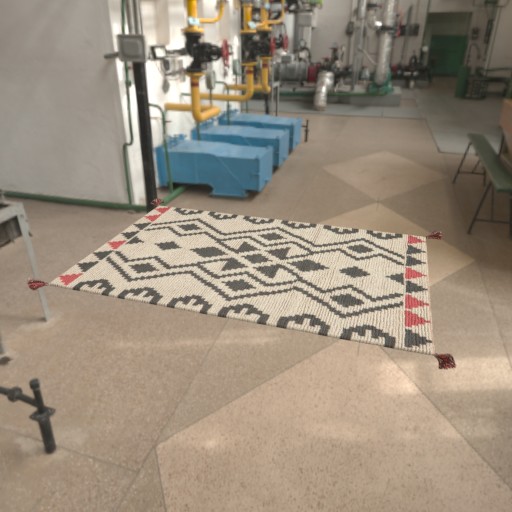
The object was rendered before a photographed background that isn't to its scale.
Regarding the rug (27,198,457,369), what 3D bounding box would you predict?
[{"bbox_3d":[0.000,0.000,3.281,2.672,0.066,1.741,8,28,15],"label":"rug"}]
